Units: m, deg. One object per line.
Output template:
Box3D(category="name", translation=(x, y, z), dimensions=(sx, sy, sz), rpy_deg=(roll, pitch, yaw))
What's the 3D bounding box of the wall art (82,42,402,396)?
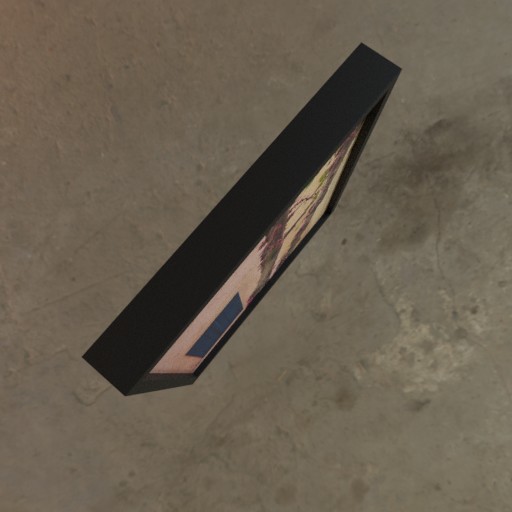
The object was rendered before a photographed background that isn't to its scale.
Box3D(category="wall art", translation=(0.000, 0.000, 0.455), dimensions=(0.038, 0.304, 0.305), rpy_deg=(38, 78, 9))
